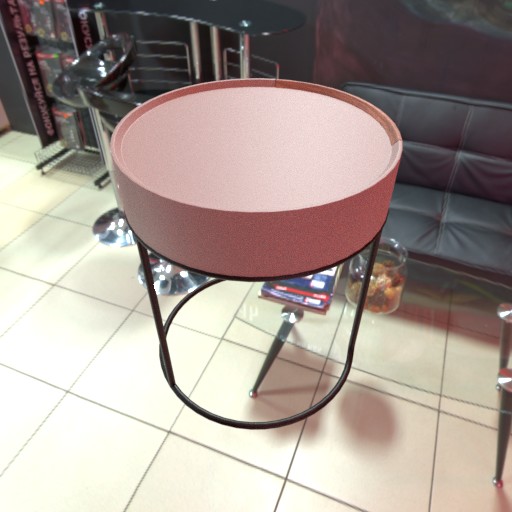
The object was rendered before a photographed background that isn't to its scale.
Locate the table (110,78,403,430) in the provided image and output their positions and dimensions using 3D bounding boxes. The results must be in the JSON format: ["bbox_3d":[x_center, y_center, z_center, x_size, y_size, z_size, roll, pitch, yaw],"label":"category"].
[{"bbox_3d":[0.000,0.000,0.872,0.450,0.530,0.450,0,41,0],"label":"table"}]
